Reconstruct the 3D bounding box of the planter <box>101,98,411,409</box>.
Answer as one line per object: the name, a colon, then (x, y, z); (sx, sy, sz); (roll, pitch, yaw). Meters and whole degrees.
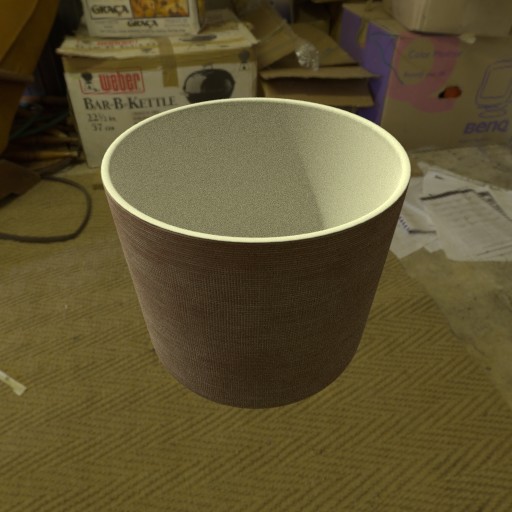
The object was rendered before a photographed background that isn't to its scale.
planter: (0.000, 0.000, 0.775); (0.440, 0.398, 0.440); (0, 39, 0)
